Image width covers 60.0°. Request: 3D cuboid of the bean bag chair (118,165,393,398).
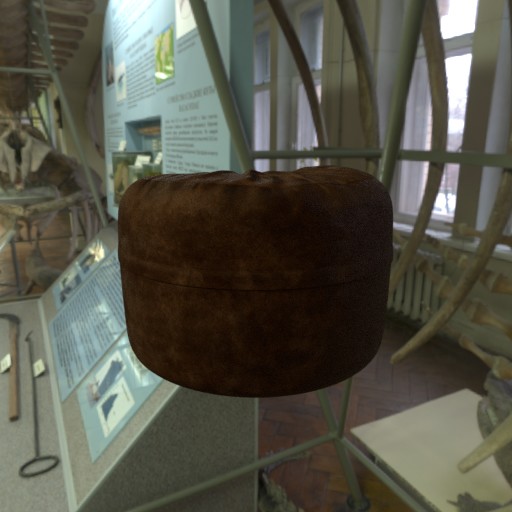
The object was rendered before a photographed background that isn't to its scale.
[{"bbox_3d":[0.000,0.000,1.550,0.918,0.616,0.918,0,14,0],"label":"bean bag chair"}]
